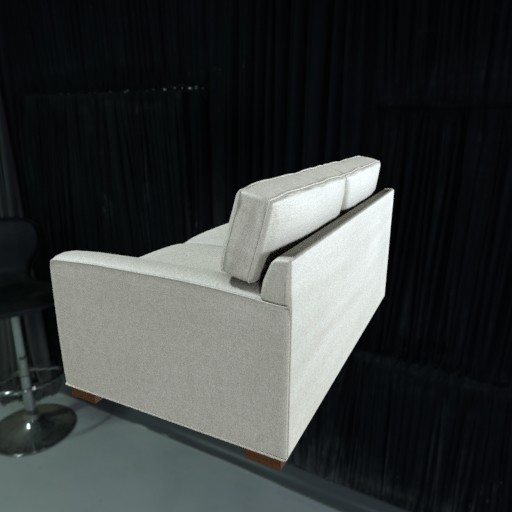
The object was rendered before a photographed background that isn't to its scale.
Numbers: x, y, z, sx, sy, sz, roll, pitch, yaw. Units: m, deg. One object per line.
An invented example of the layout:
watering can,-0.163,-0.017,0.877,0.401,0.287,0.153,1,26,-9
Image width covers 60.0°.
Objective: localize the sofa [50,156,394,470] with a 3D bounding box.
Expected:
sofa,0.000,0.000,2.041,0.940,0.853,1.484,8,19,25
